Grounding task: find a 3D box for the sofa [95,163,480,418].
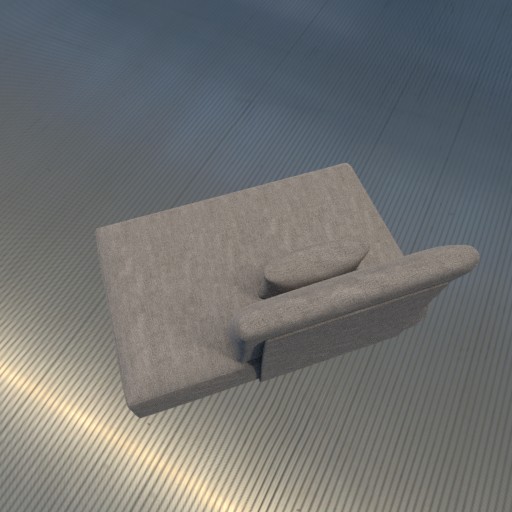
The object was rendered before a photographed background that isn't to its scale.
[{"bbox_3d":[0.000,0.000,2.033,1.450,0.820,1.002,-16,61,-9],"label":"sofa"}]
